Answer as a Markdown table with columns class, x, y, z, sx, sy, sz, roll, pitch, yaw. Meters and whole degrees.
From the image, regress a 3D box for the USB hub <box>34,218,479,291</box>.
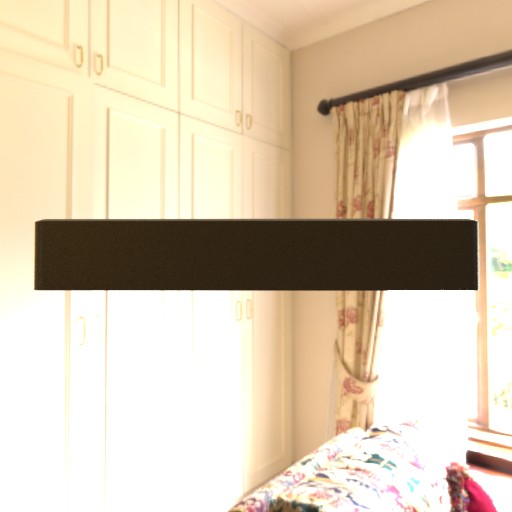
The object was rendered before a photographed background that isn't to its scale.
| class | x | y | z | sx | sy | sz | roll | pitch | yaw |
| --- | --- | --- | --- | --- | --- | --- | --- | --- | --- |
| USB hub | 0.000 | 0.000 | 0.163 | 0.145 | 0.023 | 0.044 | 0 | -1 | 1 |
